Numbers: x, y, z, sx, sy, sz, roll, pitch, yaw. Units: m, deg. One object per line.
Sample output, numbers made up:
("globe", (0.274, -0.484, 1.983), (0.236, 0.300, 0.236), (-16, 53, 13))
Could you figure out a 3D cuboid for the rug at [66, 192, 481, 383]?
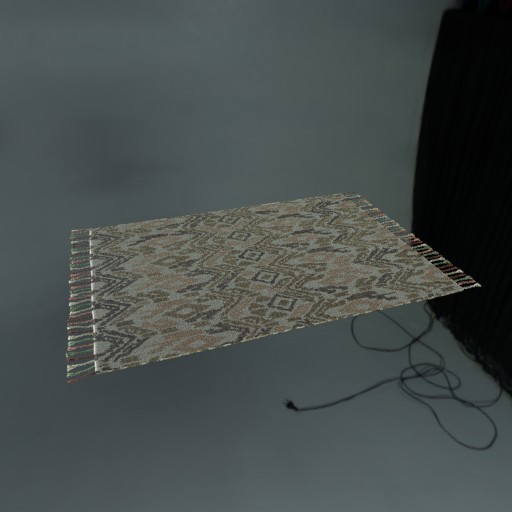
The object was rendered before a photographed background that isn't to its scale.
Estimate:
("rug", (0.000, 0.000, 2.295), (1.829, 0.008, 1.219), (-10, 32, -16))
